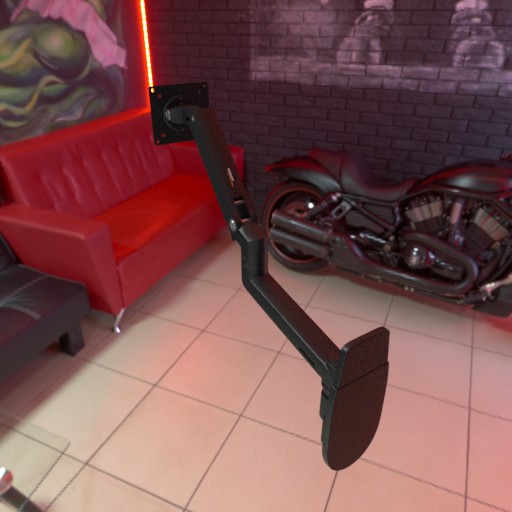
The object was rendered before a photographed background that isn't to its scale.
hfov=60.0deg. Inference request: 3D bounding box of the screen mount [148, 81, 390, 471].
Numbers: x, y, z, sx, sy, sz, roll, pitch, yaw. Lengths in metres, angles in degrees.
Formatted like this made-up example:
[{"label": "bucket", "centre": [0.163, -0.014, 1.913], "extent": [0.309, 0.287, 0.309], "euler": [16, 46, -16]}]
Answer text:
[{"label": "screen mount", "centre": [0.000, 0.000, 0.711], "extent": [0.115, 0.466, 0.495], "euler": [-17, 33, -29]}]
